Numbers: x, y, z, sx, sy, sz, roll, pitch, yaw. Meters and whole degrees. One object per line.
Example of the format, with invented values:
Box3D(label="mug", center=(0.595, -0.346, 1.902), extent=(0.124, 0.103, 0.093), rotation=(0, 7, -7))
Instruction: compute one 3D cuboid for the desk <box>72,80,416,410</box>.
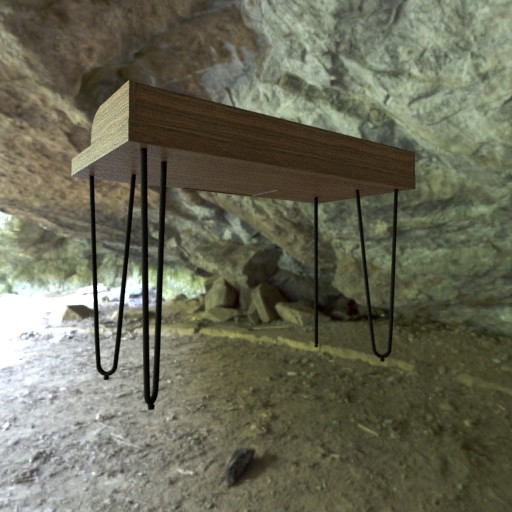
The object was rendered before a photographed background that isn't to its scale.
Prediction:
Box3D(label="desk", center=(0.000, 0.000, 1.672), extent=(1.200, 0.854, 0.565), rotation=(1, -1, -36))
